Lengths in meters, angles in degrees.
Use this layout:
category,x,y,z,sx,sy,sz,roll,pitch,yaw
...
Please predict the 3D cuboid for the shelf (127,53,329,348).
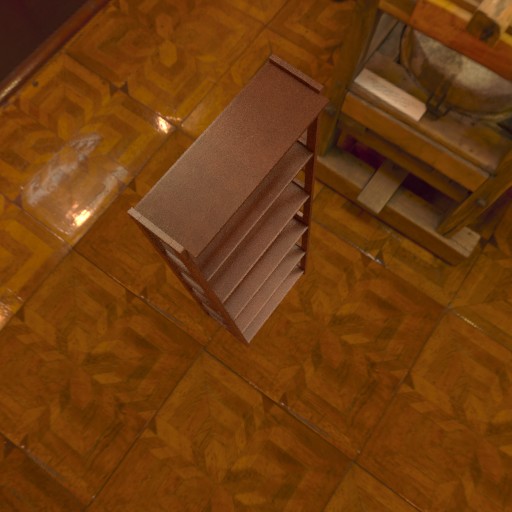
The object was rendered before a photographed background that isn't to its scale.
category,x,y,z,sx,sy,sz,roll,pitch,yaw
shelf,0.000,0.000,2.157,0.382,1.892,0.660,37,78,10
